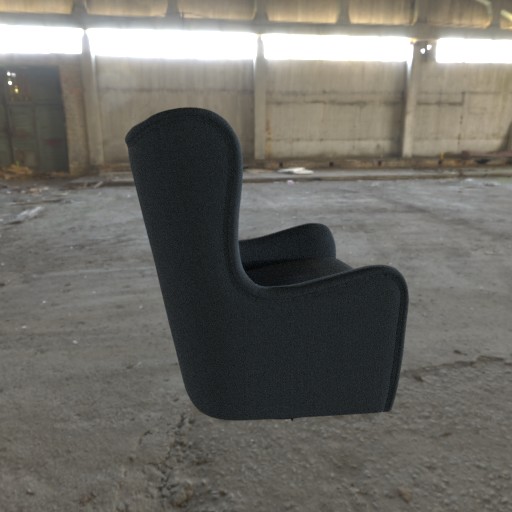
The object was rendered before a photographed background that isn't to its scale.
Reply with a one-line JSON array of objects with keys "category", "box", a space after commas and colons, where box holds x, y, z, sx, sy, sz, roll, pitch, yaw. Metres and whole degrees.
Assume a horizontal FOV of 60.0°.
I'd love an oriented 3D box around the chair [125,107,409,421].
[{"category": "chair", "box": [0.000, 0.000, 1.763, 0.930, 1.079, 0.831, -2, 16, -9]}]
